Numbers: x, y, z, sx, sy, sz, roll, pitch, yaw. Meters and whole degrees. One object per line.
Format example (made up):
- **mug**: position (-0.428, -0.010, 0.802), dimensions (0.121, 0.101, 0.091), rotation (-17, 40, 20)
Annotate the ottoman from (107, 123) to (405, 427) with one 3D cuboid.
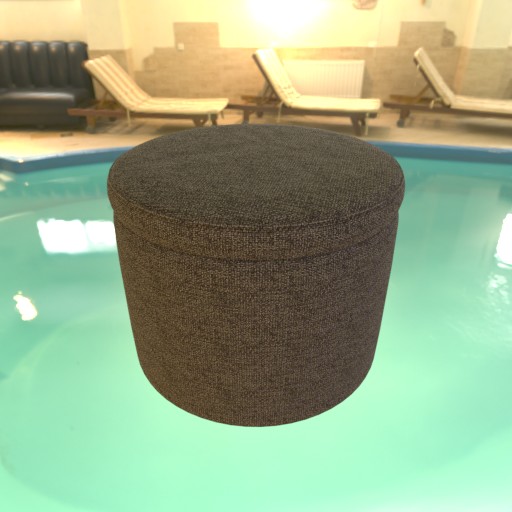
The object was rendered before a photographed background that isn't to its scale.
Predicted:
- **ottoman**: position (0.000, 0.000, 0.889), dimensions (0.520, 0.430, 0.520), rotation (0, 31, 0)
